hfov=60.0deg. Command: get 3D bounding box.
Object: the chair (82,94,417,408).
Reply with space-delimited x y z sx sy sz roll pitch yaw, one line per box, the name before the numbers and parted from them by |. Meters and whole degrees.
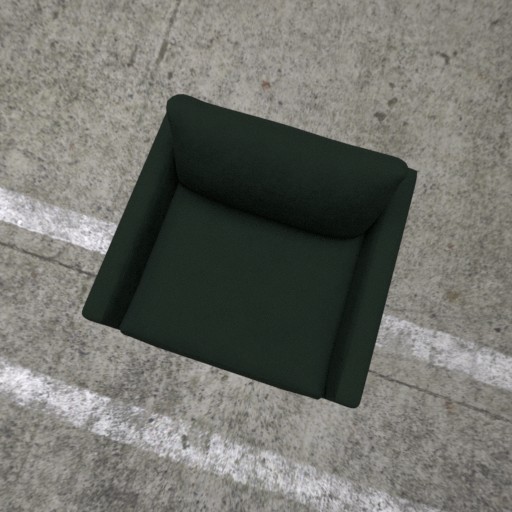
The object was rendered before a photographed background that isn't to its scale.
chair | 0.000 0.000 1.679 0.963 0.861 0.866 17 76 5
